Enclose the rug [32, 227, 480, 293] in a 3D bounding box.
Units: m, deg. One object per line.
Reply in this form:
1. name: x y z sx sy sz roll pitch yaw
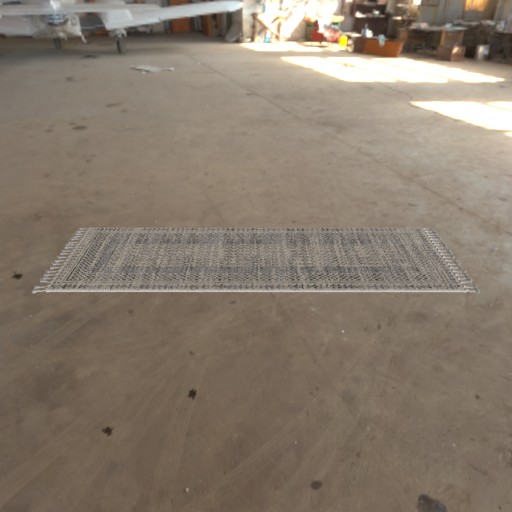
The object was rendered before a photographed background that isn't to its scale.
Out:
1. rug: 0.000 0.000 2.754 2.480 0.013 0.786 0 31 0
